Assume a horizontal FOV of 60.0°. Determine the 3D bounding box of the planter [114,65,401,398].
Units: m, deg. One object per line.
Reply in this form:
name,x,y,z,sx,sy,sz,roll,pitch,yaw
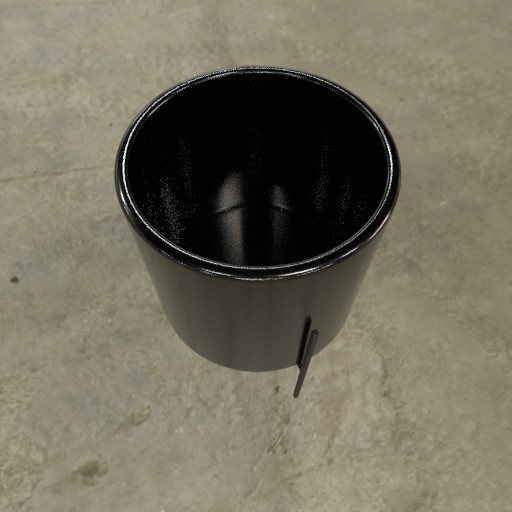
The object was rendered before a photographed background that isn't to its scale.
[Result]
planter,0.000,0.000,0.651,0.310,0.432,0.310,18,61,10
